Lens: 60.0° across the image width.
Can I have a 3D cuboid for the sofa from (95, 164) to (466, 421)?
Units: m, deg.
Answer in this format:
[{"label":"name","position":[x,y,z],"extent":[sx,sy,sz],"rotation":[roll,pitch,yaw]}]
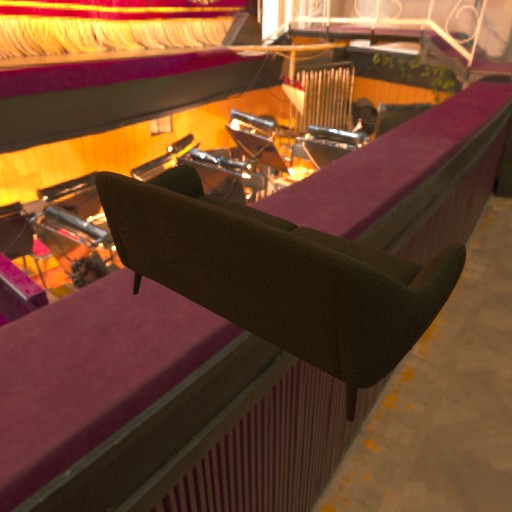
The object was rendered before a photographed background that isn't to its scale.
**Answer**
[{"label":"sofa","position":[0.000,0.000,2.304],"extent":[1.840,0.836,0.820],"rotation":[22,36,34]}]
